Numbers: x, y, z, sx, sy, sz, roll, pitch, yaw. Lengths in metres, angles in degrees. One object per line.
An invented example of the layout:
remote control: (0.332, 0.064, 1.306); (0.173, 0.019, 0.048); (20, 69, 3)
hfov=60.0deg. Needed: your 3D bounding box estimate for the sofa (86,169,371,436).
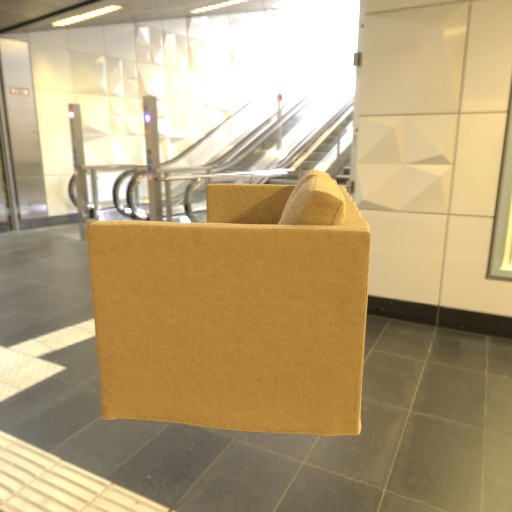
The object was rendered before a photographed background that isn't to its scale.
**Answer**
sofa: (0.000, 0.000, 2.265); (0.962, 0.835, 1.719); (2, 14, 8)
